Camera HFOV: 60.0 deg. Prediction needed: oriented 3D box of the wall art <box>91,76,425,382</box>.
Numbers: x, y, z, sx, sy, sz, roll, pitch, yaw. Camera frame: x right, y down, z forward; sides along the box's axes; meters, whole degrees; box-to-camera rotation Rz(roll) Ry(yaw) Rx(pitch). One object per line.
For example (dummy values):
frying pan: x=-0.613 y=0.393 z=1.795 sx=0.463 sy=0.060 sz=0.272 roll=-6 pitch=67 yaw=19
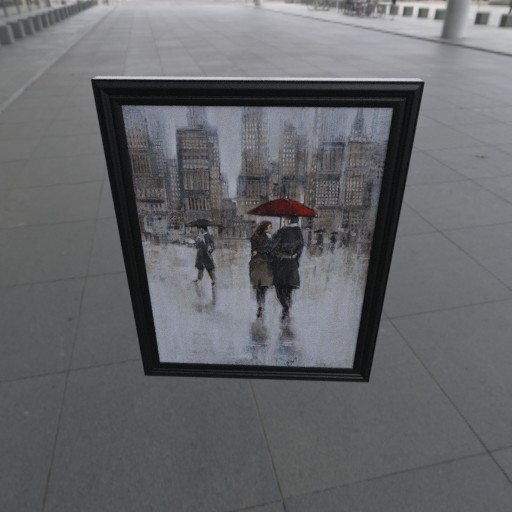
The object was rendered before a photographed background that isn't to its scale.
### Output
wall art: x=0.000 y=0.000 z=1.586 sx=0.950 sy=1.194 sz=0.053 roll=1 pitch=31 yaw=2
